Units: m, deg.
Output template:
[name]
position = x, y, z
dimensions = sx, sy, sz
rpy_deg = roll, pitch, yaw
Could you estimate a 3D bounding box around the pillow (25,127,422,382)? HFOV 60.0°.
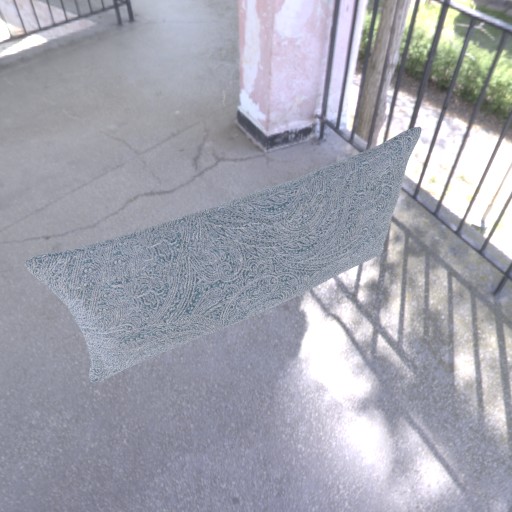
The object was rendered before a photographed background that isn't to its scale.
[pillow]
position = 0.000, 0.000, 0.722
dimensions = 0.615, 0.295, 0.151
rpy_deg = -22, 50, -19
